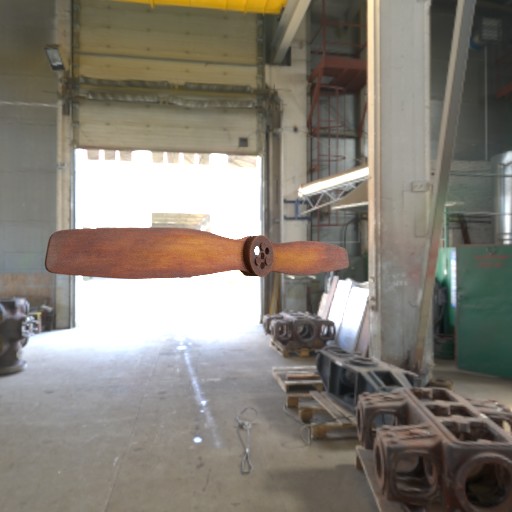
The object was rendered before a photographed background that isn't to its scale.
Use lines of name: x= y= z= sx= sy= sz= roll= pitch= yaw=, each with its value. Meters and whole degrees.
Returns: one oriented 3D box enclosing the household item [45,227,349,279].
household item: x=0.000 y=0.000 z=1.217 sx=0.051 sy=0.121 sz=1.181 roll=0 pitch=-1 yaw=36
